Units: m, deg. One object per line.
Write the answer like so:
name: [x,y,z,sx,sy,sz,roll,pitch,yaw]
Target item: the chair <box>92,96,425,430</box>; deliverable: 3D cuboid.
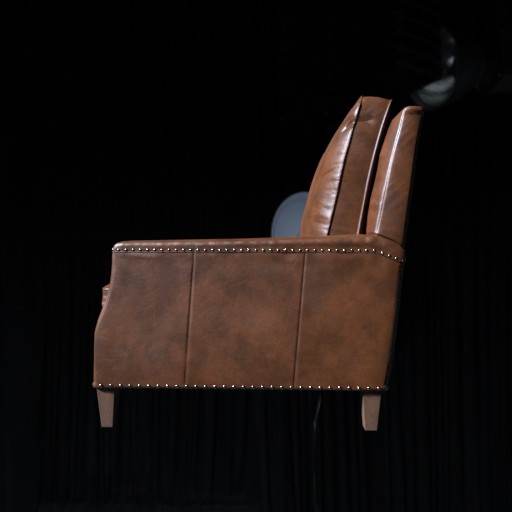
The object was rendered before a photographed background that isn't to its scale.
chair: [0.000,0.000,1.753,1.035,1.054,0.854,0,1,2]
